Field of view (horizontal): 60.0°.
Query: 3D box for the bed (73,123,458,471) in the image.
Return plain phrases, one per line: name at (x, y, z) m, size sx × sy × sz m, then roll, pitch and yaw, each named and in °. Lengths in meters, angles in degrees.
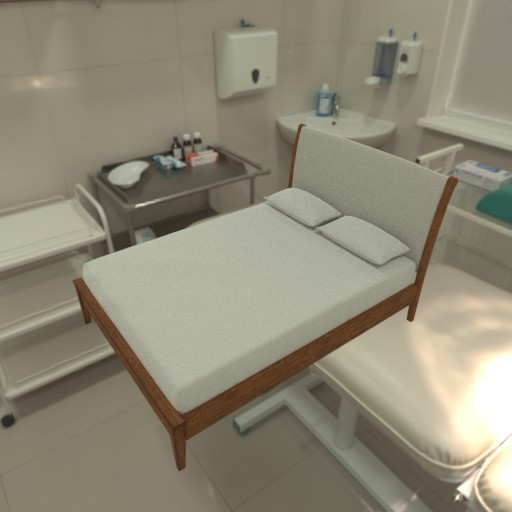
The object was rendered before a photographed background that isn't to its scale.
bed at (0.000, 0.000, 3.045) m, size 2.108 × 1.135 × 1.502 m, roll -22°, pitch 39°, yaw -30°
